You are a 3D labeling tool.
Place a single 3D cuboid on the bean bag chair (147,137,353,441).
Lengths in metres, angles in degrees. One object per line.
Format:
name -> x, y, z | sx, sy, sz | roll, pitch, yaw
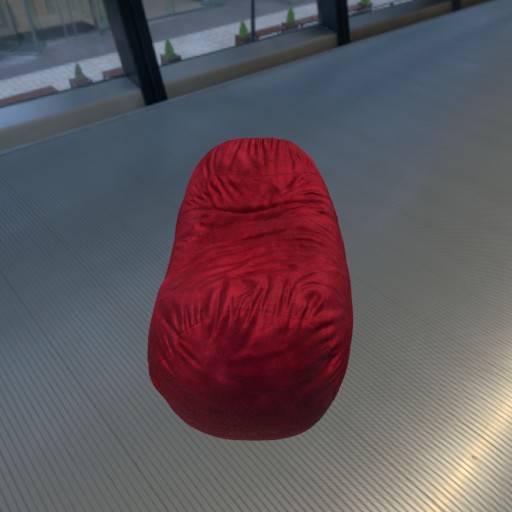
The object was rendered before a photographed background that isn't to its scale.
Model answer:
bean bag chair -> 0.000, 0.000, 2.919 | 1.216, 0.867, 2.293 | 1, 42, 1
